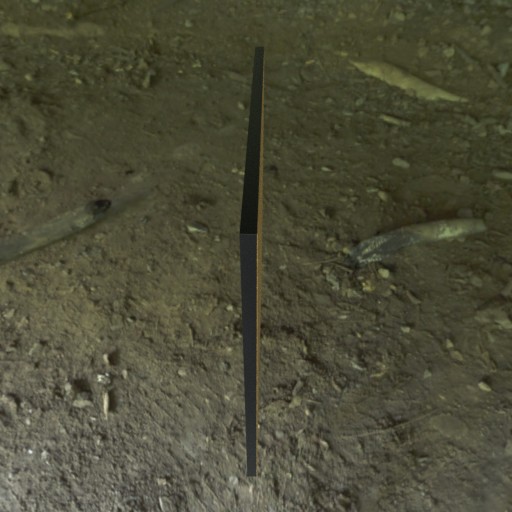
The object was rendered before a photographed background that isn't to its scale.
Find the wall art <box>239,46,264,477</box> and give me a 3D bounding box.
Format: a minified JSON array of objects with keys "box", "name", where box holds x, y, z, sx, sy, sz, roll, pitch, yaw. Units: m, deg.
[{"box":[0.000,0.000,0.648,0.014,0.445,0.446,1,42,1],"name":"wall art"}]
